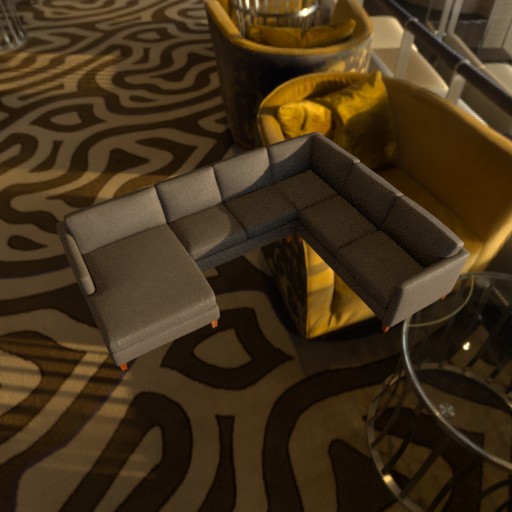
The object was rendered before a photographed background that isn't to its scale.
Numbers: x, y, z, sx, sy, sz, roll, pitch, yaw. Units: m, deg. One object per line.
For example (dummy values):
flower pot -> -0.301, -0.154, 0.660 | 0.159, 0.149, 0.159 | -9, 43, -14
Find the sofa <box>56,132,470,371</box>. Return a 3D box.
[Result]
sofa -> 0.000, 0.000, 4.706 | 3.460, 0.961, 2.594 | -23, 51, -21
